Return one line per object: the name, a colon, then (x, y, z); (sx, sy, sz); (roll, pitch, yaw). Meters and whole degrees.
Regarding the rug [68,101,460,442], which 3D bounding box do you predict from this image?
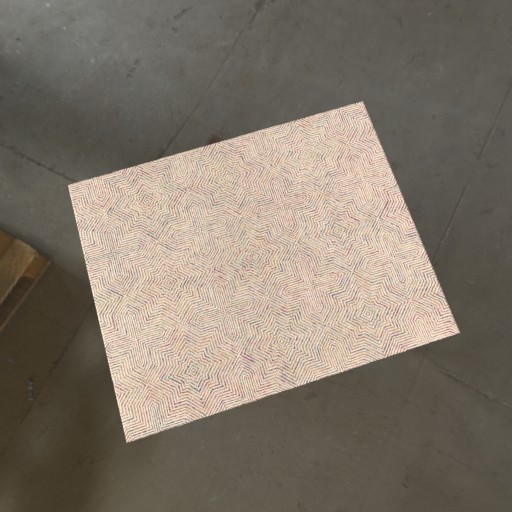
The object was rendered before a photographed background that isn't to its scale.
rug: (0.000, 0.000, 4.119); (3.046, 0.008, 2.442); (-17, 77, -4)
